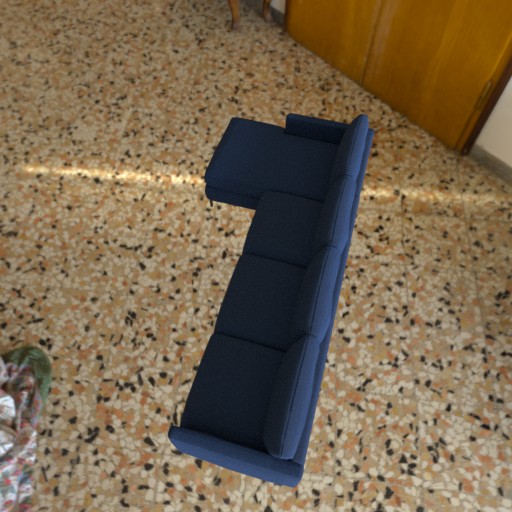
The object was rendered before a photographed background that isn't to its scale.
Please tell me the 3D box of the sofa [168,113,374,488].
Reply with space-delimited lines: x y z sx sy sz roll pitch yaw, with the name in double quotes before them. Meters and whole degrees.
"sofa" 0.000 0.000 2.844 1.128 0.679 2.450 14 58 9
